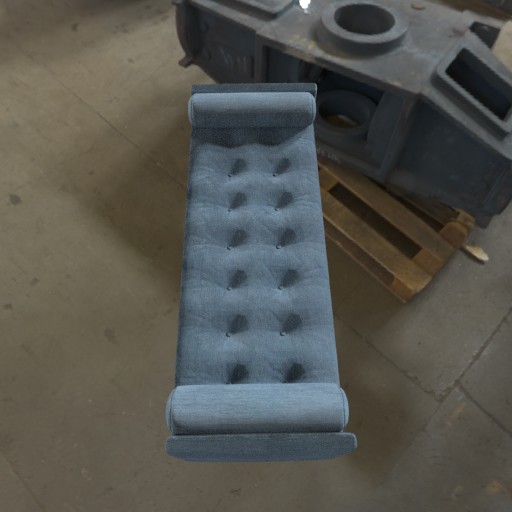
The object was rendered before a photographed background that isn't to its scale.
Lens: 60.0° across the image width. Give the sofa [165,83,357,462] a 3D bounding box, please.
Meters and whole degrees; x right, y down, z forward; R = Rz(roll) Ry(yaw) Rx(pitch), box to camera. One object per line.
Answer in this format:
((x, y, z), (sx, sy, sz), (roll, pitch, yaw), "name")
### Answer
((0.000, 0.000, 2.504), (0.796, 0.705, 2.102), (-1, 63, 0), "sofa")
